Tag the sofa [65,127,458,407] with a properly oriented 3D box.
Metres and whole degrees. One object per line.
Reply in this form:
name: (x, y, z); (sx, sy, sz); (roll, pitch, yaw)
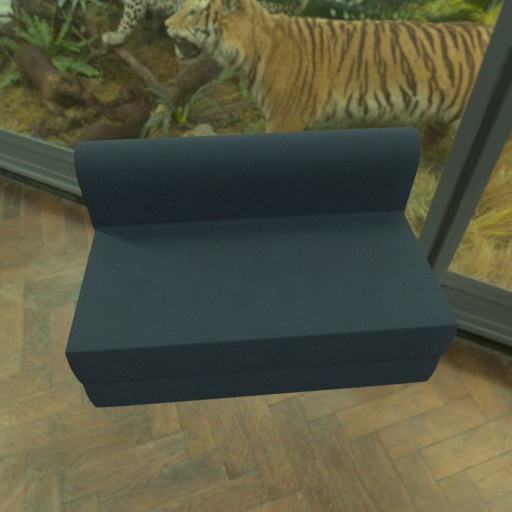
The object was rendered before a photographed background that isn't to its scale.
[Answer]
sofa: (0.000, 0.000, 1.610); (1.219, 0.660, 0.762); (-3, 46, -3)
